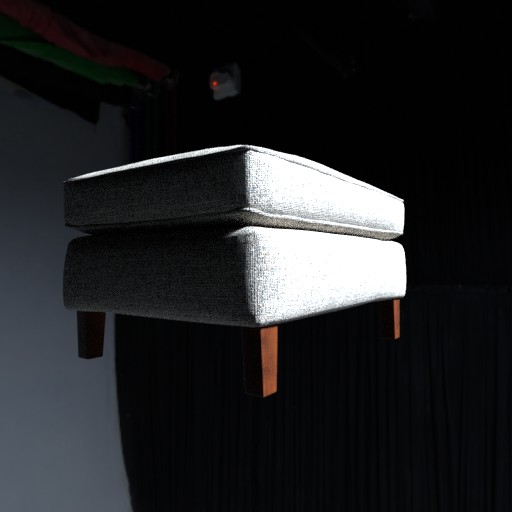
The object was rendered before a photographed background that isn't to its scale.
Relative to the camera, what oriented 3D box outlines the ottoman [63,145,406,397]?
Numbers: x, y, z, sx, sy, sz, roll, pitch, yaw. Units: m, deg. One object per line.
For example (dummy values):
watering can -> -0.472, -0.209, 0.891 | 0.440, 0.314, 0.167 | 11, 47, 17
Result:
ottoman -> 0.000, 0.000, 0.994 | 0.508, 0.406, 0.686 | 0, -1, 35
